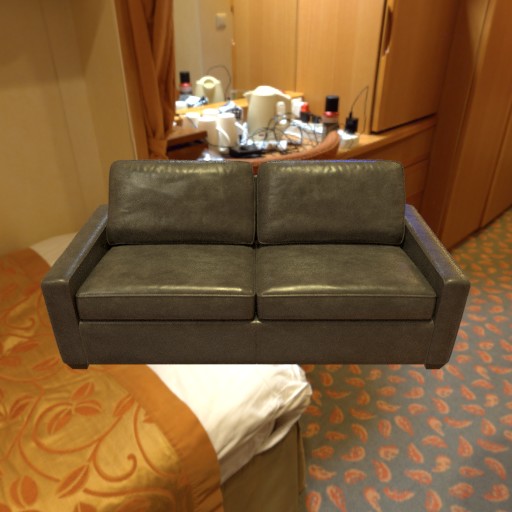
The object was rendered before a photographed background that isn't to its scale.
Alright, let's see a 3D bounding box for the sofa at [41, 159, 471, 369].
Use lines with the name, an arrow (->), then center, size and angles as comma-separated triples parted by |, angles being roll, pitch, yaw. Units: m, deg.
sofa -> 0.000, 0.000, 2.551 | 2.081, 0.916, 0.939 | 0, 30, 0
